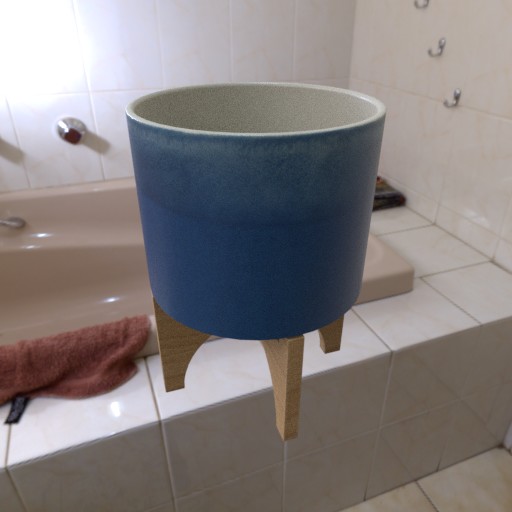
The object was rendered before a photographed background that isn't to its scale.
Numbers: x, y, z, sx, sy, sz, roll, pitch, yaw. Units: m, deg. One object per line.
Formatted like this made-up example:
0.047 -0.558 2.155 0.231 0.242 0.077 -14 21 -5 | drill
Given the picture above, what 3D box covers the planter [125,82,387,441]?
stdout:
0.000 0.000 0.548 0.261 0.367 0.261 0 30 0 | planter
